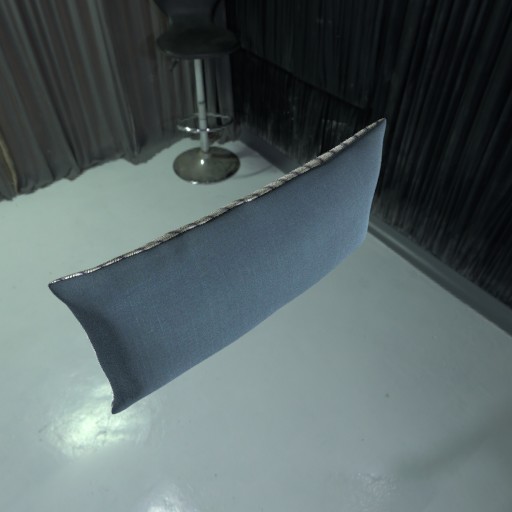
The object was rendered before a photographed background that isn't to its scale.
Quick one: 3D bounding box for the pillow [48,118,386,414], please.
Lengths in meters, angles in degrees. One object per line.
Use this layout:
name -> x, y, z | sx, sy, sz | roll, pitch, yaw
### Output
pillow -> 0.000, 0.000, 0.736 | 0.609, 0.305, 0.151 | -32, 53, -28
